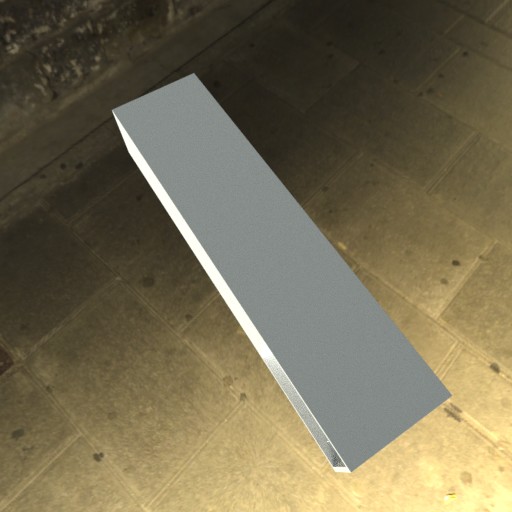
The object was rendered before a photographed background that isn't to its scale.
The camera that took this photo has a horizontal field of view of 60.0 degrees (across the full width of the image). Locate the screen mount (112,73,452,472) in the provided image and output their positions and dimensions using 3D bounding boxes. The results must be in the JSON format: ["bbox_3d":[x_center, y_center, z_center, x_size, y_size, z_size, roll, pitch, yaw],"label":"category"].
[{"bbox_3d":[0.000,0.000,1.825,0.399,0.432,1.644,-30,68,-13],"label":"screen mount"}]
